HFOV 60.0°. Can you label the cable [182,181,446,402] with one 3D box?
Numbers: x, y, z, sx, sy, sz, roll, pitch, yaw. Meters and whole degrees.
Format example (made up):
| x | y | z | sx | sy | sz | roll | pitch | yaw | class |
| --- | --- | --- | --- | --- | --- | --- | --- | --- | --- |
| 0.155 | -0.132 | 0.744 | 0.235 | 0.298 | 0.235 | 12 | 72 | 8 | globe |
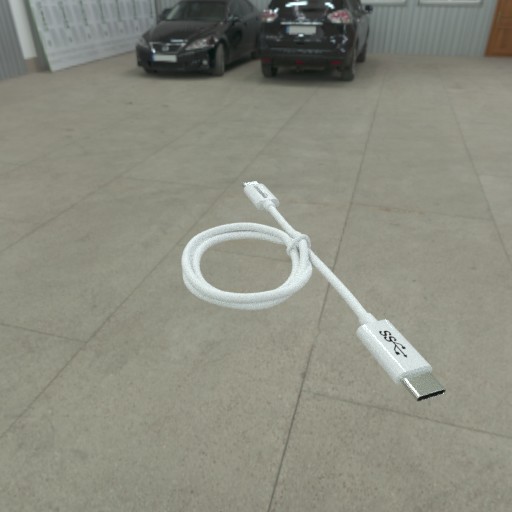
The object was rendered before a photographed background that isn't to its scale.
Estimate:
| x | y | z | sx | sy | sz | roll | pitch | yaw | class |
| --- | --- | --- | --- | --- | --- | --- | --- | --- | --- |
| 0.000 | 0.000 | 0.206 | 0.070 | 0.014 | 0.186 | -10 | 33 | -16 | cable |
